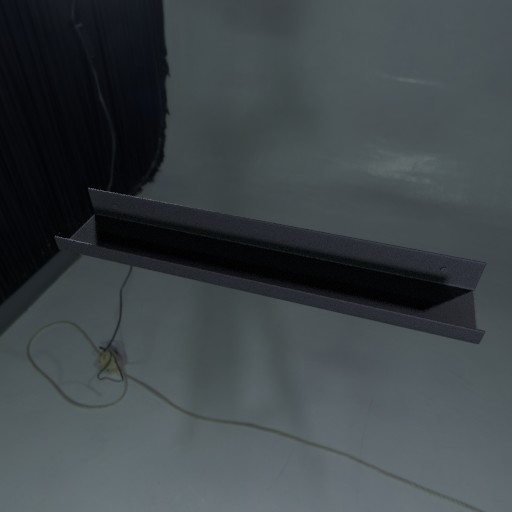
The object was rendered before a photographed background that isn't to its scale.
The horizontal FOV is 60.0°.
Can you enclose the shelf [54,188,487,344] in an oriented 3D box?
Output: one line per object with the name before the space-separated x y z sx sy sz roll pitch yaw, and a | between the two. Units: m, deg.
shelf | 0.000 0.000 0.633 0.605 0.053 0.102 12 42 13
